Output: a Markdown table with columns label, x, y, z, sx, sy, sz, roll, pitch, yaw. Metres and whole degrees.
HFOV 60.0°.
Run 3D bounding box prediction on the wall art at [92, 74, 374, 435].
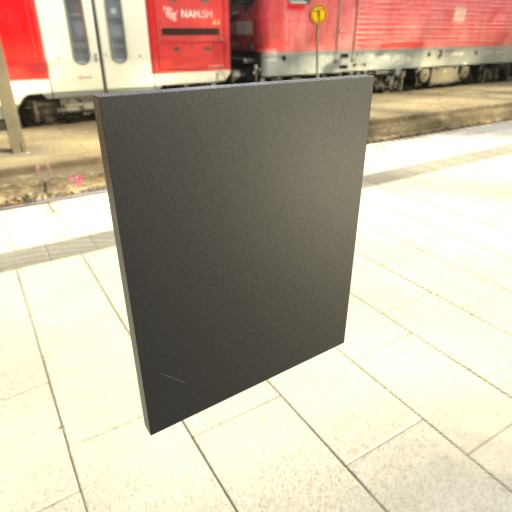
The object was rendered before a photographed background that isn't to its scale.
| label | x | y | z | sx | sy | sz | roll | pitch | yaw |
| --- | --- | --- | --- | --- | --- | --- | --- | --- | --- |
| wall art | 0.000 | 0.000 | 0.764 | 0.457 | 0.557 | 0.028 | -17 | 32 | -30 |
